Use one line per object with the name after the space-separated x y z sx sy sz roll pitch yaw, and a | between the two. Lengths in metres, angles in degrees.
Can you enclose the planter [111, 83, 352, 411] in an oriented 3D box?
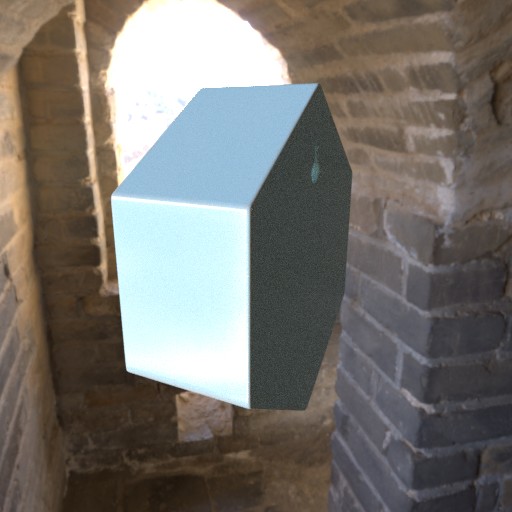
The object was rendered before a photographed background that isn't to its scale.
0.000 0.000 0.286 0.078 0.207 0.169 8 18 25 | planter
